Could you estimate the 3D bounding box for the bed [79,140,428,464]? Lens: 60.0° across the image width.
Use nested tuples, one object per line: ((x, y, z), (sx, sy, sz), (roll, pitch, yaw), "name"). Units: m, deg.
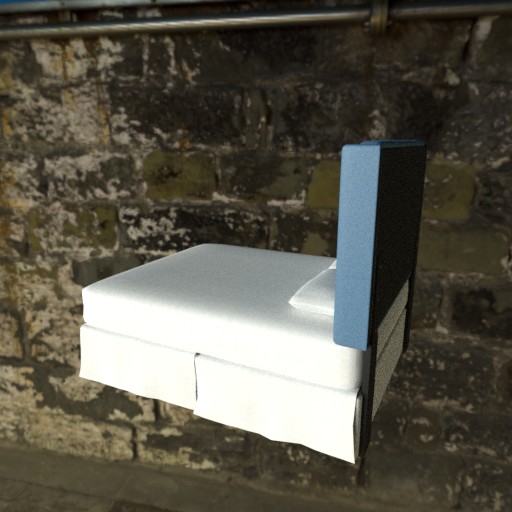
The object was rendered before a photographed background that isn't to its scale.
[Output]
((0.000, 0.000, 3.292), (2.078, 1.665, 1.719), (7, 16, 26), "bed")
